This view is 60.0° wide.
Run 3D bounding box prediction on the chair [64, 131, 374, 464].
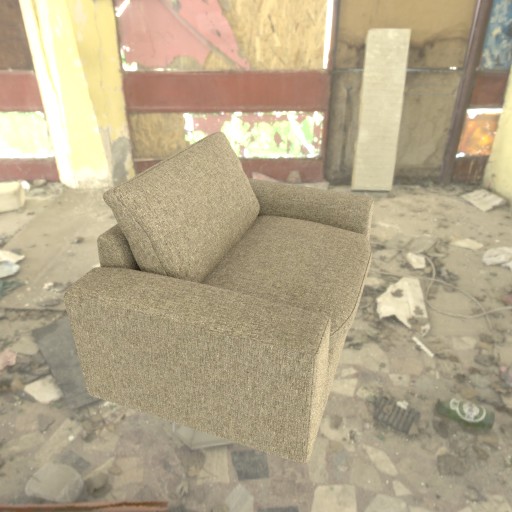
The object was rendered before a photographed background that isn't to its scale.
[{"bbox_3d":[0.000,0.000,2.120,1.039,0.915,1.398,10,31,18],"label":"chair"}]
